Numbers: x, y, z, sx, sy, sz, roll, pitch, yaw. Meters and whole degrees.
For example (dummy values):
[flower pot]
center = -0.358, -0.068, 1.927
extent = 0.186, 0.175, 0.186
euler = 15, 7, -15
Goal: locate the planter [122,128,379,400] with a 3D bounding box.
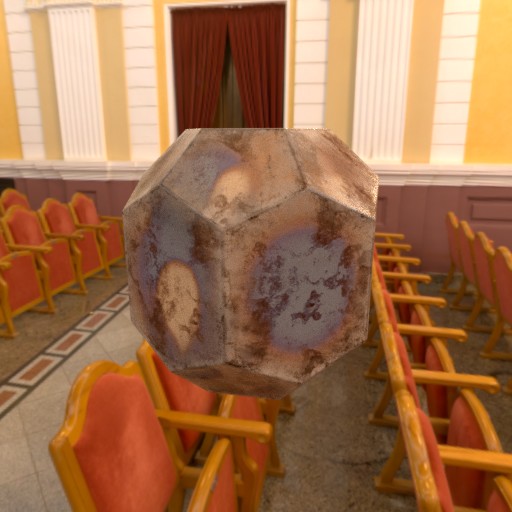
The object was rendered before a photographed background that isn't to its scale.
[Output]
[planter]
center = 0.000, 0.000, 0.432
extent = 0.221, 0.238, 0.243
euler = 3, 16, 10
